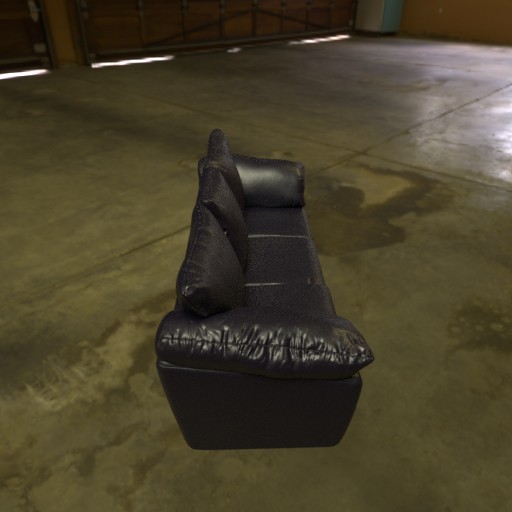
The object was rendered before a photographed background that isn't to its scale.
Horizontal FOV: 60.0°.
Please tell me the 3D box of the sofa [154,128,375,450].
[{"bbox_3d":[0.000,0.000,2.821,0.880,1.073,2.336,-1,31,-1],"label":"sofa"}]
